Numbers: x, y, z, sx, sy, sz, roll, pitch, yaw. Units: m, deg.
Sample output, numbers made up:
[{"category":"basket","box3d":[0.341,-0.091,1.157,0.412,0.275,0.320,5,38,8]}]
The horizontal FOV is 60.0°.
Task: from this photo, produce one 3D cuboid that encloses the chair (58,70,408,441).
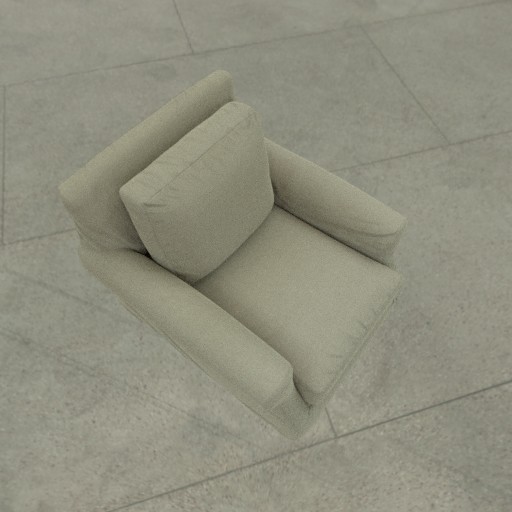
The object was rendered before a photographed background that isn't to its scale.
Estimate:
[{"category":"chair","box3d":[0.000,0.000,1.760,1.066,0.866,0.940,33,63,20]}]
